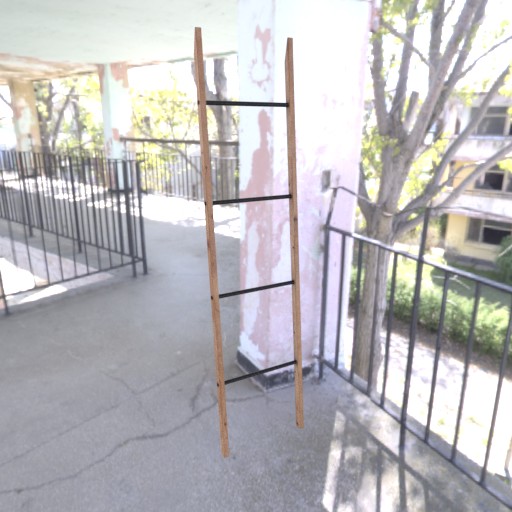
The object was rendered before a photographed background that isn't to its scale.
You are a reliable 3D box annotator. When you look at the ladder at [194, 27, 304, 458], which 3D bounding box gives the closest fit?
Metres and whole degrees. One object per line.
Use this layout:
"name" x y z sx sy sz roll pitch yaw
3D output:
"ladder" 0.000 0.000 1.946 0.442 1.805 0.200 -9 18 -28
